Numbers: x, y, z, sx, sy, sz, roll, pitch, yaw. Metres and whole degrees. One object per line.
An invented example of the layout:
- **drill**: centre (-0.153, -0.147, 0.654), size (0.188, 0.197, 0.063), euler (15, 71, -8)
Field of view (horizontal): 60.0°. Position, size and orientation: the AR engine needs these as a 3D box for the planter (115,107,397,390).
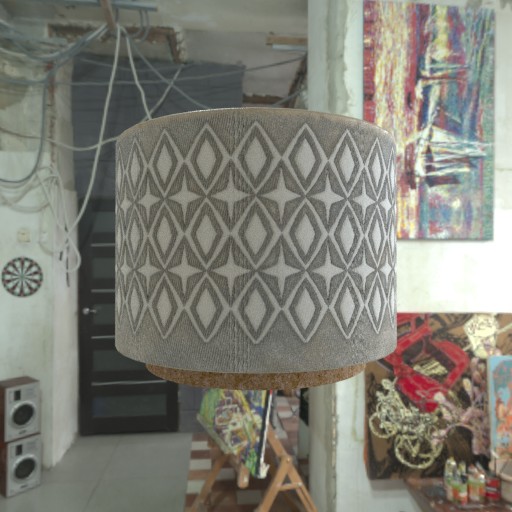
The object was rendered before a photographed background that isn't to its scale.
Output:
- **planter**: centre (0.000, 0.000, 0.272), size (0.164, 0.127, 0.164), euler (0, 0, 0)
